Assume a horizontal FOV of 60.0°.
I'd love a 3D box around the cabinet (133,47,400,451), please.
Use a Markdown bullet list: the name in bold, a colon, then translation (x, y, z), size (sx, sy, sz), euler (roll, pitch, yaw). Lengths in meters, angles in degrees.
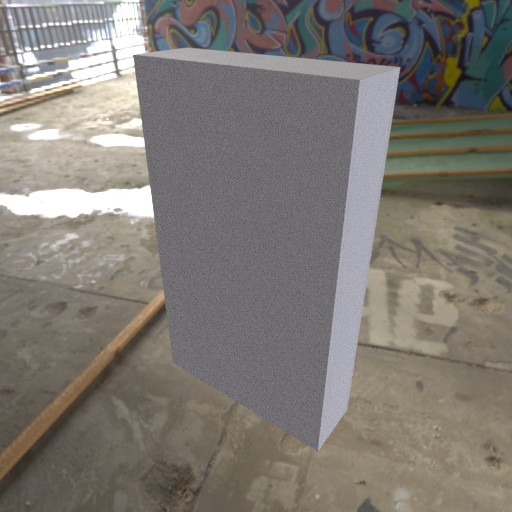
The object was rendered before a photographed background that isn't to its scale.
- **cabinet**: translation (0.000, 0.000, 1.571), size (0.750, 1.280, 0.250), euler (21, 37, 31)
